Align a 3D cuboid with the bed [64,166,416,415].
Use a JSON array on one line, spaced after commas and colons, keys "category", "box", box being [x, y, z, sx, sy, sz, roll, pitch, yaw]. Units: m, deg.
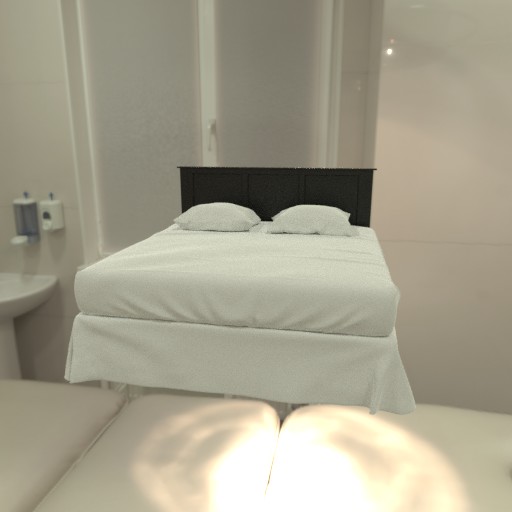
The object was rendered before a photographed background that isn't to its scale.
[{"category": "bed", "box": [0.000, 0.000, 3.545, 2.315, 1.271, 2.219, 3, 15, 10]}]
